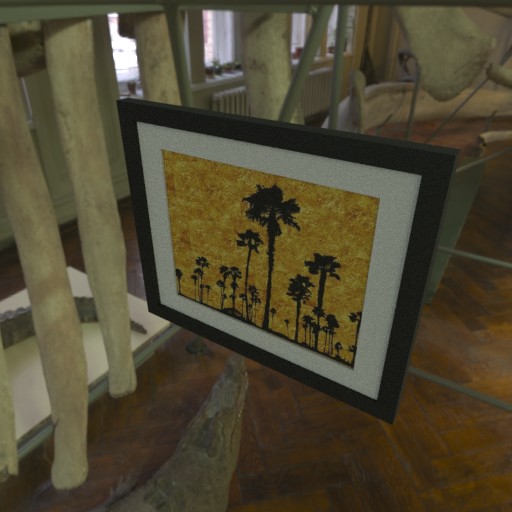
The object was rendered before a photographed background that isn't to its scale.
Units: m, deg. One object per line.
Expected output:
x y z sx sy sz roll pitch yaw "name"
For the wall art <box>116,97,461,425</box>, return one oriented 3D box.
0.000 0.000 0.762 0.561 0.460 0.028 18 35 28 "wall art"
